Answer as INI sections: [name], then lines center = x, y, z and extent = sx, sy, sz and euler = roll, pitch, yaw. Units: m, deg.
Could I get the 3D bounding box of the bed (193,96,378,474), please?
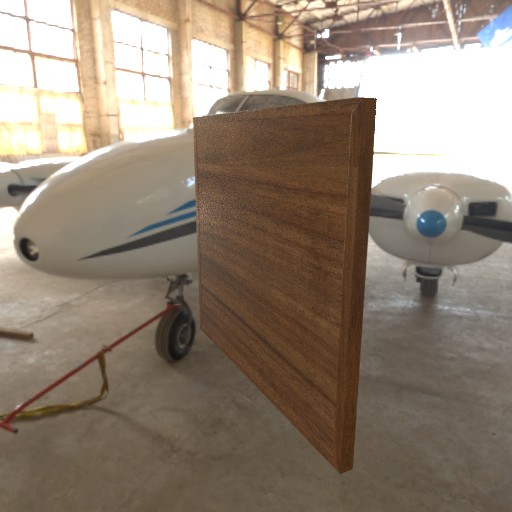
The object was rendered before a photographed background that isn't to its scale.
[bed]
center = 0.000, 0.000, 1.501
extent = 0.043, 0.940, 1.041
euler = -8, 17, -27
